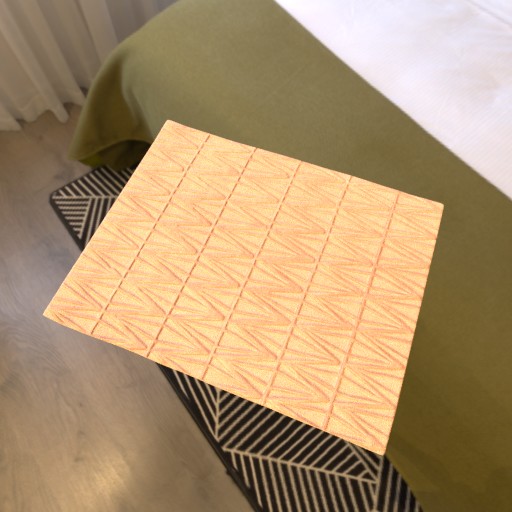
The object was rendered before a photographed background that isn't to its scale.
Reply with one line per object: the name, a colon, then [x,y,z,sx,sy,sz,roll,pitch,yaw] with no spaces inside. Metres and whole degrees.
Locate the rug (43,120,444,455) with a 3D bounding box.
rug: [0.000,0.000,4.117,3.052,0.043,2.453,19,64,10]
